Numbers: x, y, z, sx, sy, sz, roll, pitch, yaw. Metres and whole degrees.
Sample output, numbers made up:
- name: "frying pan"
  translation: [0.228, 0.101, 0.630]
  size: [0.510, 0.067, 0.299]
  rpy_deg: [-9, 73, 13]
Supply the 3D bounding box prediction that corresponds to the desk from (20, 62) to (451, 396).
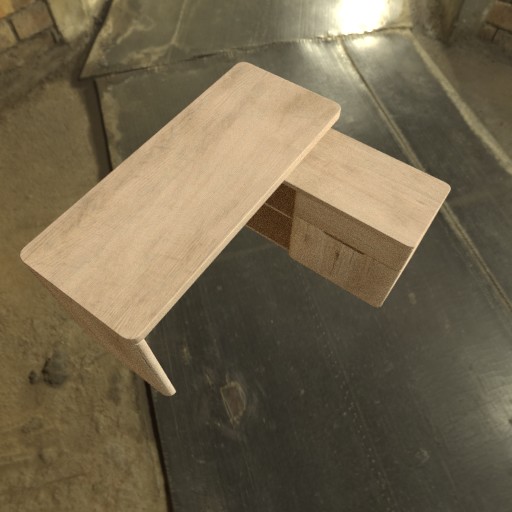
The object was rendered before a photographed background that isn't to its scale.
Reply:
- name: "desk"
  translation: [0.000, 0.000, 2.068]
  size: [1.175, 0.770, 1.400]
  rpy_deg: [31, 64, 17]
